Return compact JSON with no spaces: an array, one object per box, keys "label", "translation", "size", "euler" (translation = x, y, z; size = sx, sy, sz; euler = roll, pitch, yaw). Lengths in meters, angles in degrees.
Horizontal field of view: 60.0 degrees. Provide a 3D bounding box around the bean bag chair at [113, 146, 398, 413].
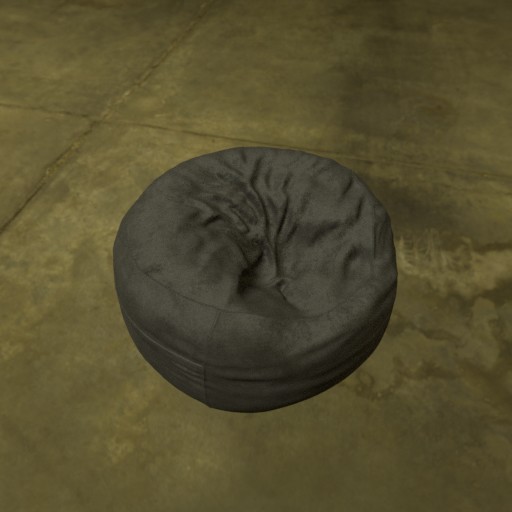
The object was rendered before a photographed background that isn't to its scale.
[{"label":"bean bag chair","translation":[0.000,0.000,2.432],"size":[1.525,0.751,1.525],"euler":[0,46,0]}]
